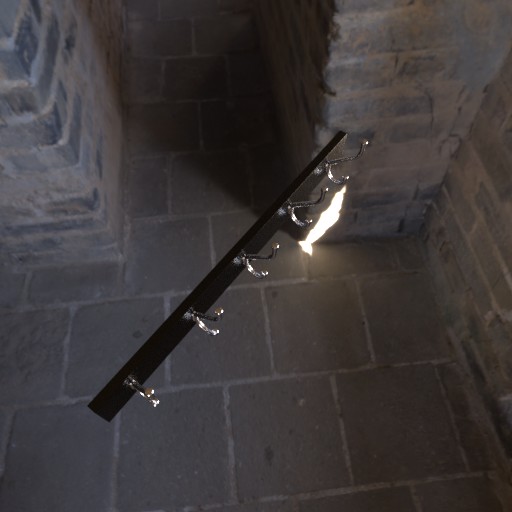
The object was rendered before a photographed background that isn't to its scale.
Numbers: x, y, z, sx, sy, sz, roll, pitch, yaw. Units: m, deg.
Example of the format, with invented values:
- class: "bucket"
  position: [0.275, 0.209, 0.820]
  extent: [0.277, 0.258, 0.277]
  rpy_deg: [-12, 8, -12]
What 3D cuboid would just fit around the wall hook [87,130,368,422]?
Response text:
- class: "wall hook"
  position: [0.000, 0.000, 0.631]
  extent: [0.071, 0.117, 0.571]
  rpy_deg: [33, 65, 18]
